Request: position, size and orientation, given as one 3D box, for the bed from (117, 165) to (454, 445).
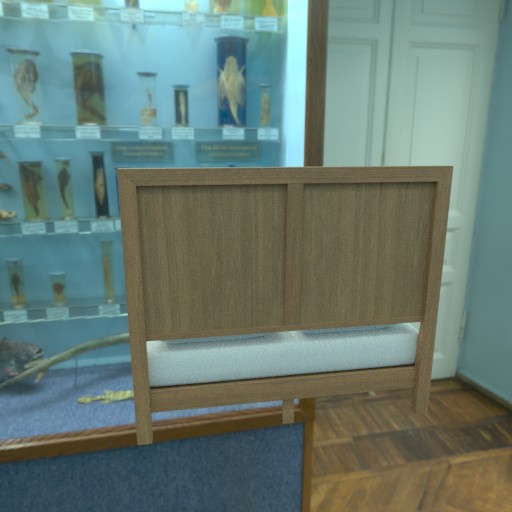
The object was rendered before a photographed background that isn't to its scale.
[{"bbox_3d":[0.000,0.000,3.272,1.606,1.387,2.184,-2,14,-10],"label":"bed"}]
